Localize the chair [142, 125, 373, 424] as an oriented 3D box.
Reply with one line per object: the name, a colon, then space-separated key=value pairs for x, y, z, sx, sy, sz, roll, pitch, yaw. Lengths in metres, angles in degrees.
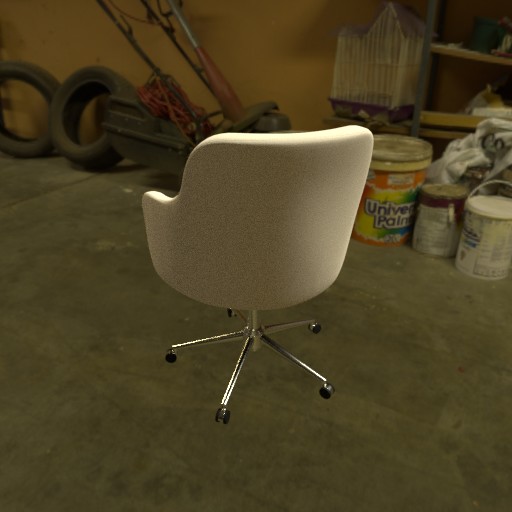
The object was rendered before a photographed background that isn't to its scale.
chair: x=0.000 y=0.000 z=1.298 sx=0.602 sy=0.819 sz=0.647 roll=-8 pitch=28 yaw=-15
